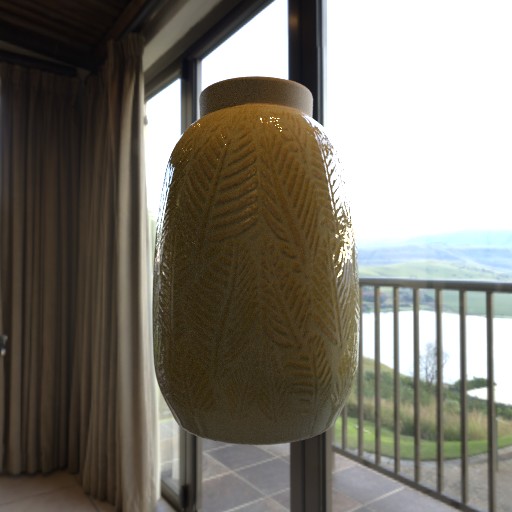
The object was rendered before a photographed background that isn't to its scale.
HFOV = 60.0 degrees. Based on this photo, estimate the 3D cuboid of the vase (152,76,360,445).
[{"bbox_3d":[0.000,0.000,0.378,0.172,0.270,0.172,0,-1,0],"label":"vase"}]
